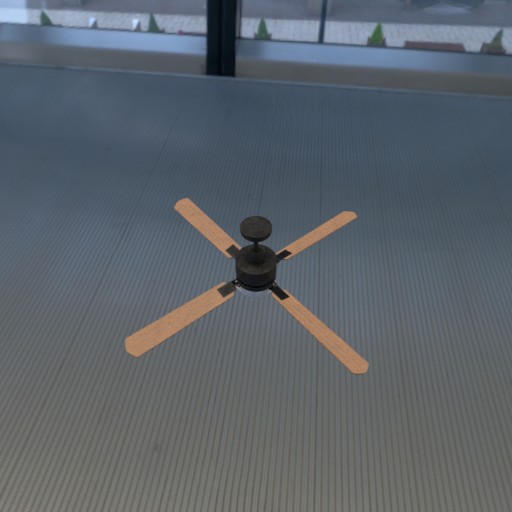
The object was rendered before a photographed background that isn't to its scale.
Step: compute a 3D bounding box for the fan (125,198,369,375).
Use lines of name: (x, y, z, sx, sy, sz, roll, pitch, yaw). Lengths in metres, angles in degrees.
fan: (0.000, 0.000, 1.964, 1.320, 0.355, 1.320, -31, 54, -26)
